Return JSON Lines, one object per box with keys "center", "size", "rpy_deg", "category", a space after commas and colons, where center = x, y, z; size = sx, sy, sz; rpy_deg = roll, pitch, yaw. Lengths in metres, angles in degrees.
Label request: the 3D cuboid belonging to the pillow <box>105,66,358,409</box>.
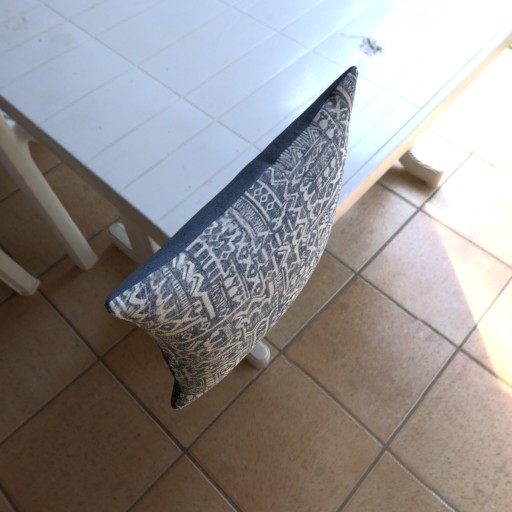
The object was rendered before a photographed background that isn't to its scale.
{"center": [0.000, 0.000, 0.802], "size": [0.180, 0.487, 0.546], "rpy_deg": [33, 64, 19], "category": "pillow"}
